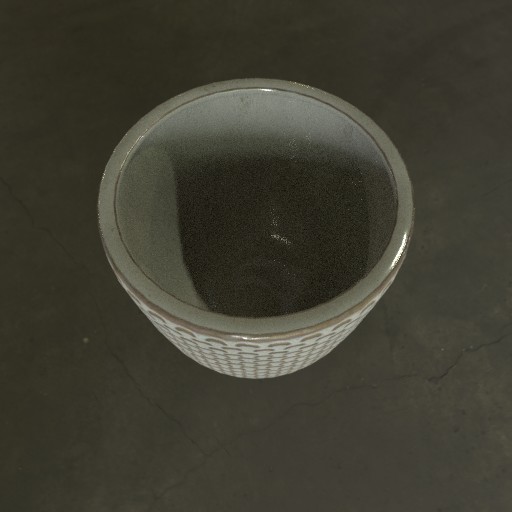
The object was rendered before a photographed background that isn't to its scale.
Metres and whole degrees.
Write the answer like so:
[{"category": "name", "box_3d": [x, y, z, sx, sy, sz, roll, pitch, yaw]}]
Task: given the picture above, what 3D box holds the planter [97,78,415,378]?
[{"category": "planter", "box_3d": [0.000, 0.000, 0.249, 0.139, 0.130, 0.139, 0, 62, 0]}]
